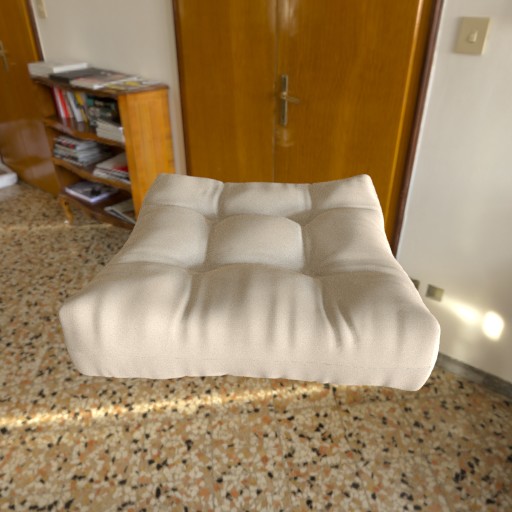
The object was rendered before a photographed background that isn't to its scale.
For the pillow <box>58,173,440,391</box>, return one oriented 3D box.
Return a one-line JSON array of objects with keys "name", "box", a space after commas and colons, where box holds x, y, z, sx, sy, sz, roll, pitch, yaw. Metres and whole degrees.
[{"name": "pillow", "box": [0.000, 0.000, 0.732, 0.468, 0.128, 0.490, 2, 31, 3]}]
